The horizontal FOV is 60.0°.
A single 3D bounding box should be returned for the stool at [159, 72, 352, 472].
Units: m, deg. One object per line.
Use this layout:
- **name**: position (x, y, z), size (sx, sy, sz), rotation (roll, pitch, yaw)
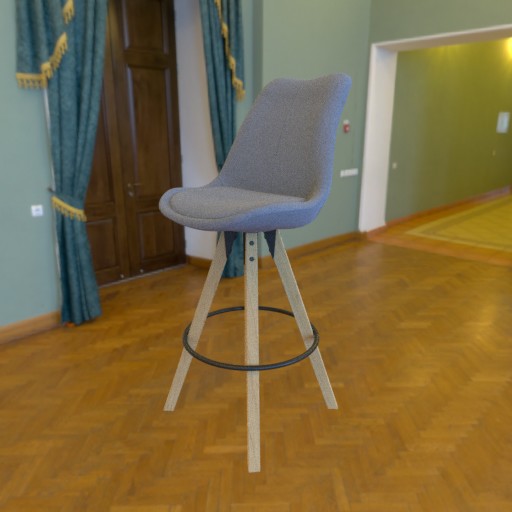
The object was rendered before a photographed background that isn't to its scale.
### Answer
- **stool**: position (0.000, 0.000, 1.427), size (0.485, 1.115, 0.550), rotation (15, 22, 41)
